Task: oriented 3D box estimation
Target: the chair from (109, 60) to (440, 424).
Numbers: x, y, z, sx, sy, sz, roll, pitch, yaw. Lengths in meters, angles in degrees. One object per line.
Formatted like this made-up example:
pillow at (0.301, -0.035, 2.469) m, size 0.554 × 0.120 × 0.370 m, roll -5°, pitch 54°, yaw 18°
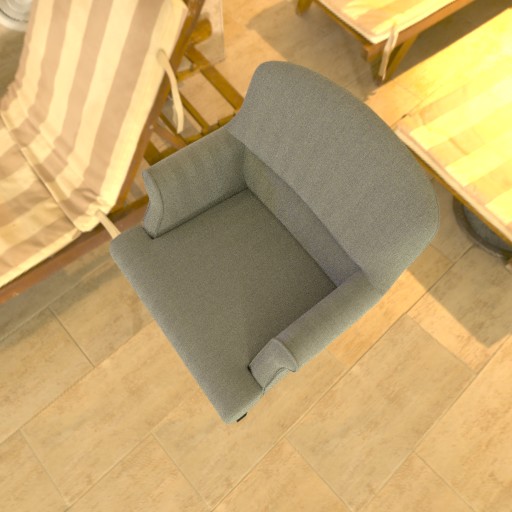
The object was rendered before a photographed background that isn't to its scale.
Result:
chair at (0.000, 0.000, 1.446) m, size 0.755 × 0.880 × 0.772 m, roll -34°, pitch 69°, yaw -15°
